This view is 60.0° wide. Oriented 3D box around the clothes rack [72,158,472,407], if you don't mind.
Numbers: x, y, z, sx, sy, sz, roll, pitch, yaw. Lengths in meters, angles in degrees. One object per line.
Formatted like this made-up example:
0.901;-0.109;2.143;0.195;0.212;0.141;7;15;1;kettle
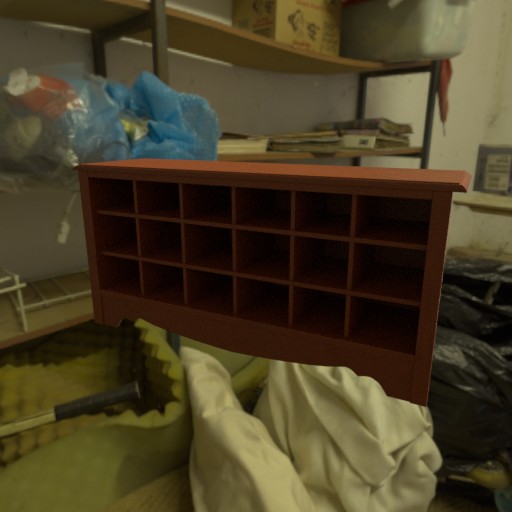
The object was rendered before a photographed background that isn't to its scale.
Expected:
0.000;0.000;1.508;1.251;0.594;0.362;8;18;25;clothes rack
